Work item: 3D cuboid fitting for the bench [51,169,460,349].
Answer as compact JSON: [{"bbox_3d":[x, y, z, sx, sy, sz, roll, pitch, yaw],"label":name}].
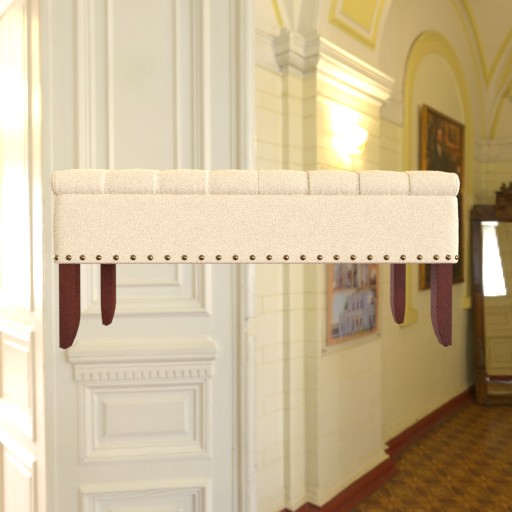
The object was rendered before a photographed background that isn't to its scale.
[{"bbox_3d":[0.000,0.000,1.314,1.054,0.470,0.400,0,1,-2],"label":"bench"}]
